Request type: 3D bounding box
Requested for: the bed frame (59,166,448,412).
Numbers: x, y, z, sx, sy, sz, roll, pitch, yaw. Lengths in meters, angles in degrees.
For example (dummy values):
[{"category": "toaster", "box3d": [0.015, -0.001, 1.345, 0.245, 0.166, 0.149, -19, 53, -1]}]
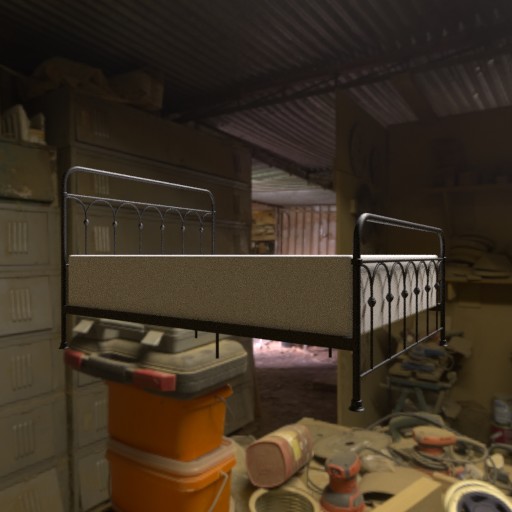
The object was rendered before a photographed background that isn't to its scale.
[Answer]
[{"category": "bed frame", "box3d": [0.000, 0.000, 3.115, 2.203, 1.276, 1.664, 0, 0, 35]}]
